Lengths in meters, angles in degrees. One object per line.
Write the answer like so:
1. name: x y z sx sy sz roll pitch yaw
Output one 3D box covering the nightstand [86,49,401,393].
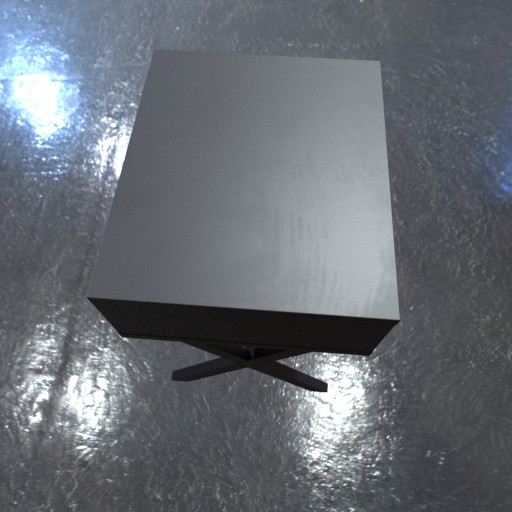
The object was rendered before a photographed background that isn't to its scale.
1. nightstand: 0.000 0.000 0.949 0.402 0.623 0.479 4 62 2
